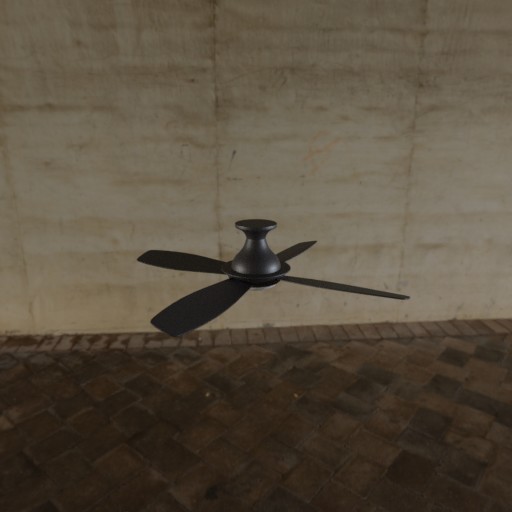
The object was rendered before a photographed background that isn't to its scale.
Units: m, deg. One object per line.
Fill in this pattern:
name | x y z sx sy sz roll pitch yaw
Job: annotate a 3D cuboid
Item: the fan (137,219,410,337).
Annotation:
fan | 0.000 0.000 2.518 1.694 0.382 1.694 8 18 26
